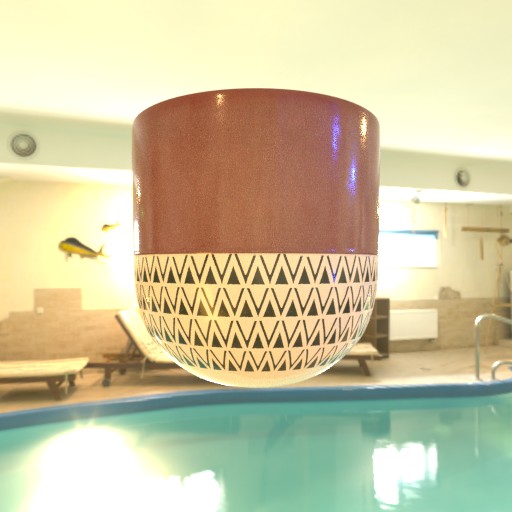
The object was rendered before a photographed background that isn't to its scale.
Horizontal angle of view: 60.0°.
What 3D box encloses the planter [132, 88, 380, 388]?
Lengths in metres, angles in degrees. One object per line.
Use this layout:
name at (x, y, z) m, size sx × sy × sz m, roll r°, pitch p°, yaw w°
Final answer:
planter at (0.000, 0.000, 0.491) m, size 0.266 × 0.270 × 0.266 m, roll 0°, pitch -1°, yaw 0°
